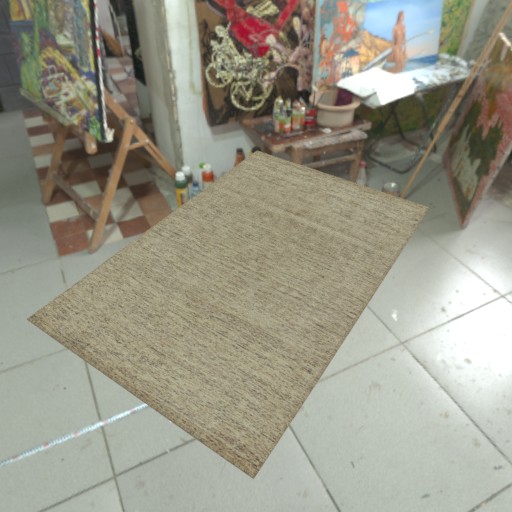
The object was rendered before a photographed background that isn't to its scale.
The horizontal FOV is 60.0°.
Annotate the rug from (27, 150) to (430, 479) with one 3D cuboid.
[{"bbox_3d":[0.000,0.000,2.266,1.211,0.018,1.822,24,47,24],"label":"rug"}]
